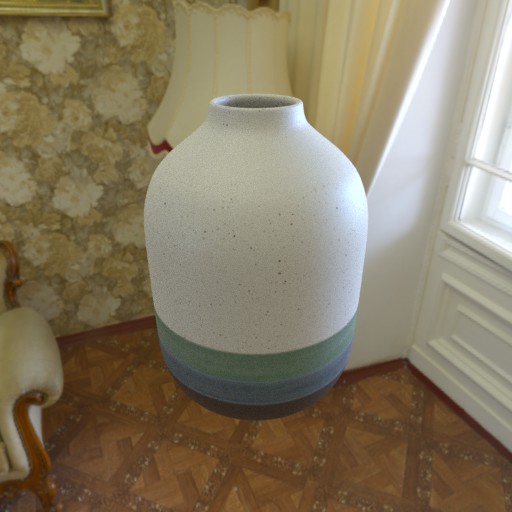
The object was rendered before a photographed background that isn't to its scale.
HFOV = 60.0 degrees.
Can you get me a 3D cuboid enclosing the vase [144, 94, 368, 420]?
[{"bbox_3d":[0.000,0.000,0.358,0.169,0.240,0.169,0,28,0],"label":"vase"}]
